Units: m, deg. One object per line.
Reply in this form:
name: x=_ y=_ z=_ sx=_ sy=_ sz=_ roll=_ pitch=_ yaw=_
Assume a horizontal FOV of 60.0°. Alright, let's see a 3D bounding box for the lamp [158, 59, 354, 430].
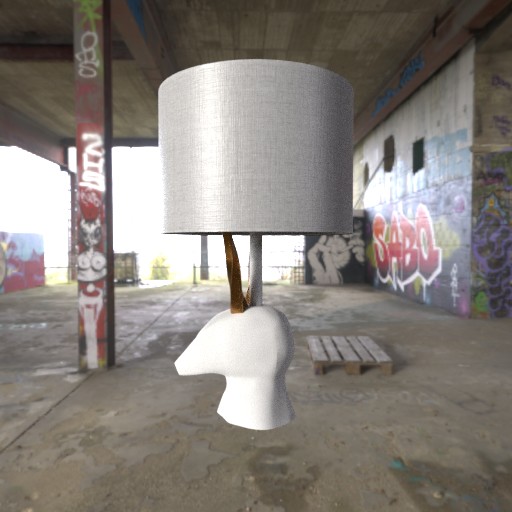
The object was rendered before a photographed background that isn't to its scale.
lamp: x=0.000 y=0.000 z=0.700 sx=0.298 sy=0.503 sz=0.298 roll=1 pitch=2 yaw=19
